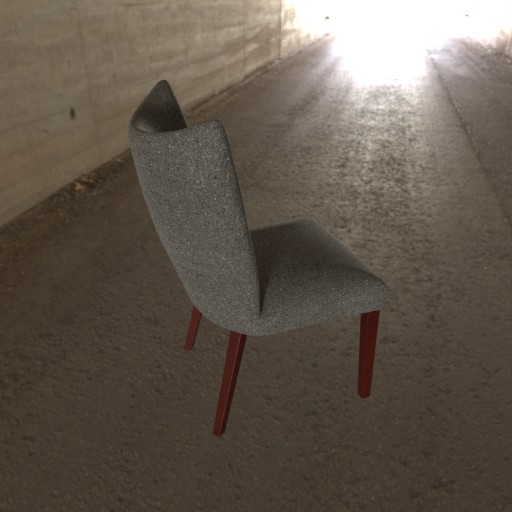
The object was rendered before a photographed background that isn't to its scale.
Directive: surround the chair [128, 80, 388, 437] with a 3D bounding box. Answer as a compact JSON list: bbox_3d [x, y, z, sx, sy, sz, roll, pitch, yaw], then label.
[{"bbox_3d":[0.000,0.000,1.301,0.623,0.924,0.535,-11,32,-18],"label":"chair"}]
